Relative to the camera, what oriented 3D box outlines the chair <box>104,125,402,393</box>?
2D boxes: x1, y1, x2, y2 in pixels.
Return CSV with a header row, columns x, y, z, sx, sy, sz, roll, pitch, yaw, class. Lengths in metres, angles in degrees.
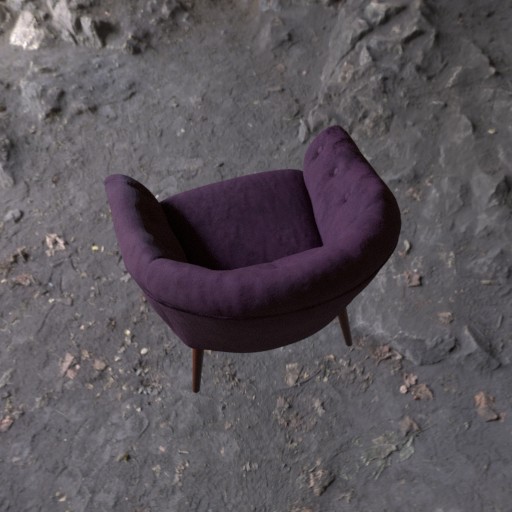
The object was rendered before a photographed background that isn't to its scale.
x,y,z,sx,sy,sz,roll,pitch,yaw,class
0.000,0.000,1.510,0.851,0.885,0.776,-15,60,-9,chair
